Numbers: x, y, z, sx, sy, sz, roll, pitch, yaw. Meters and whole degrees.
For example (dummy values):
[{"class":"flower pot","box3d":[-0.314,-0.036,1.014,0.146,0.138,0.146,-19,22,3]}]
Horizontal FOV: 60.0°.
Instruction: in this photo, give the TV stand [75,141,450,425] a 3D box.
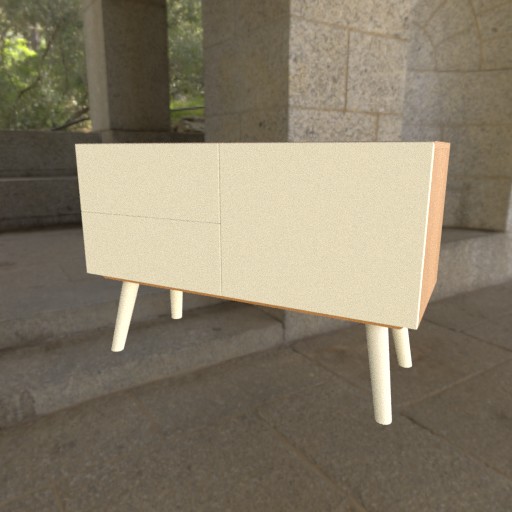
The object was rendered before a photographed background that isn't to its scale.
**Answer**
[{"class":"TV stand","box3d":[0.000,0.000,1.339,0.991,0.660,0.407,7,15,26]}]
